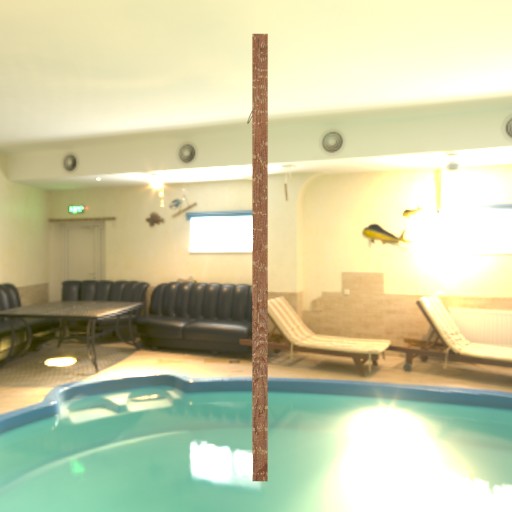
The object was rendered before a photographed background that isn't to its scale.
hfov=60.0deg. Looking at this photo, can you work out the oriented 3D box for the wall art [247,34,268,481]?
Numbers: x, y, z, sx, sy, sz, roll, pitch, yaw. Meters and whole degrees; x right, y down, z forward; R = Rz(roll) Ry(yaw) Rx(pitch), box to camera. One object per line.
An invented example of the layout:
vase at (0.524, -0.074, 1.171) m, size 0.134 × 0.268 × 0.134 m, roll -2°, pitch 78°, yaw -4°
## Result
wall art at (0.000, 0.000, 0.566) m, size 0.022 × 0.380 × 0.380 m, roll 0°, pitch 1°, yaw 0°
